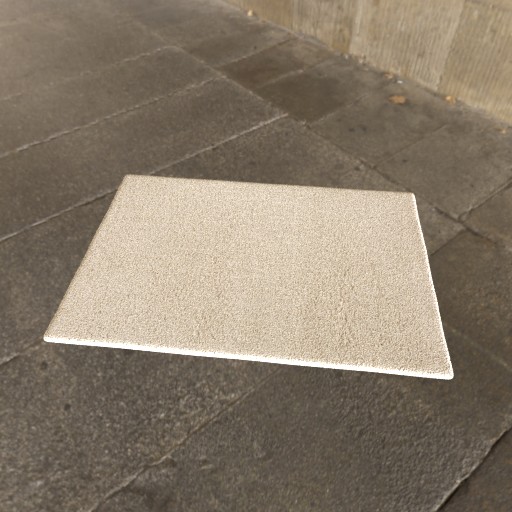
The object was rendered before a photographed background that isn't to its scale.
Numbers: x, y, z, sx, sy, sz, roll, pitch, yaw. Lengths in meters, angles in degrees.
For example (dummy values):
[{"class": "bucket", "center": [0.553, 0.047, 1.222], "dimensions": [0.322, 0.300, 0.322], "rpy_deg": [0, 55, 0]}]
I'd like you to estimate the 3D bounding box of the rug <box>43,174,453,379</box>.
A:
[{"class": "rug", "center": [0.000, 0.000, 2.317], "dimensions": [1.778, 0.030, 1.219], "rpy_deg": [4, 47, 4]}]
